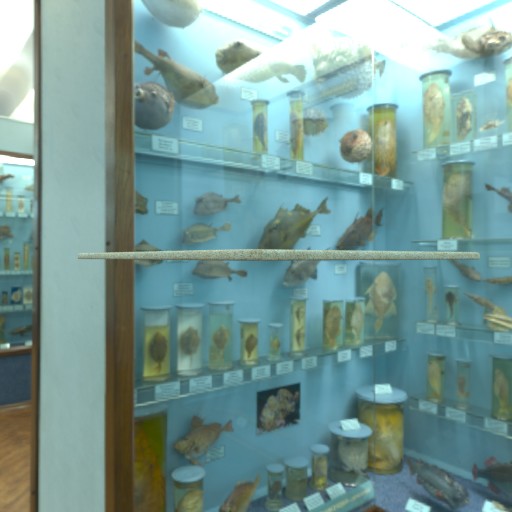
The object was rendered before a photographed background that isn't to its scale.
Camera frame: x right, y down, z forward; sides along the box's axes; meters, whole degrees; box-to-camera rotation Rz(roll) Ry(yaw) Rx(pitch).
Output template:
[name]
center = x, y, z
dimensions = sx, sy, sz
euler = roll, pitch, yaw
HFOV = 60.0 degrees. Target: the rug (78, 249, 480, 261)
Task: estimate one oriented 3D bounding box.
[rug]
center = 0.000, 0.000, 3.419
dimensions = 2.009, 0.048, 2.528
euler = 0, 0, -37
